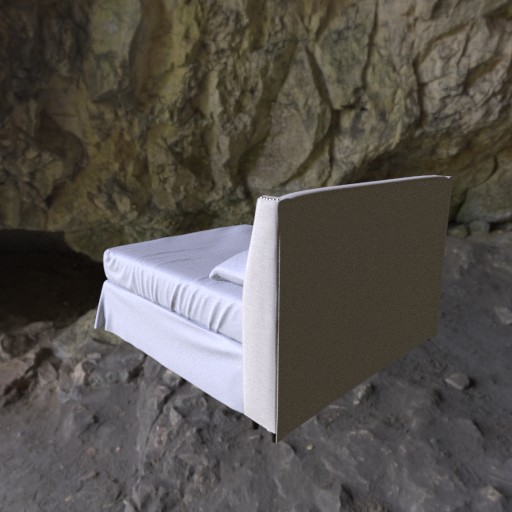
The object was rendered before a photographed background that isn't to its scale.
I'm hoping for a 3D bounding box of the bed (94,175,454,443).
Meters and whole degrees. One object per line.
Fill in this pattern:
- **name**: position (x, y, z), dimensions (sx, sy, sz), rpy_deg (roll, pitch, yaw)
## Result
- **bed**: position (0.000, 0.000, 3.573), dimensions (1.925, 1.332, 2.276), rpy_deg (-14, 20, -42)
